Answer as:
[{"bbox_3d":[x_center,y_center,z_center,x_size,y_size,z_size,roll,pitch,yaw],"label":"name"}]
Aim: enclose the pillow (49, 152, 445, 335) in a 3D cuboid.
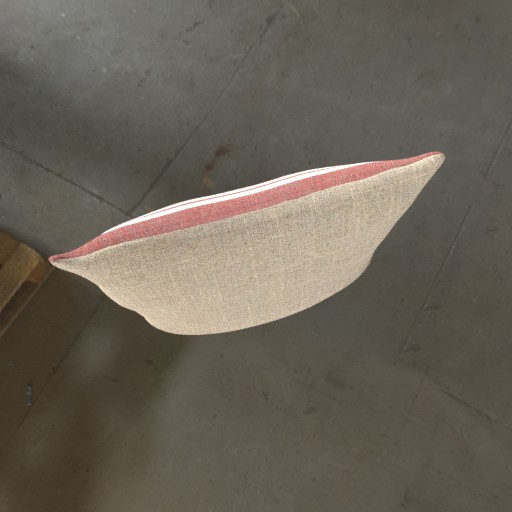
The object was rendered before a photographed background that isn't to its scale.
[{"bbox_3d":[0.000,0.000,0.661,0.439,0.427,0.182,-15,75,-4],"label":"pillow"}]
